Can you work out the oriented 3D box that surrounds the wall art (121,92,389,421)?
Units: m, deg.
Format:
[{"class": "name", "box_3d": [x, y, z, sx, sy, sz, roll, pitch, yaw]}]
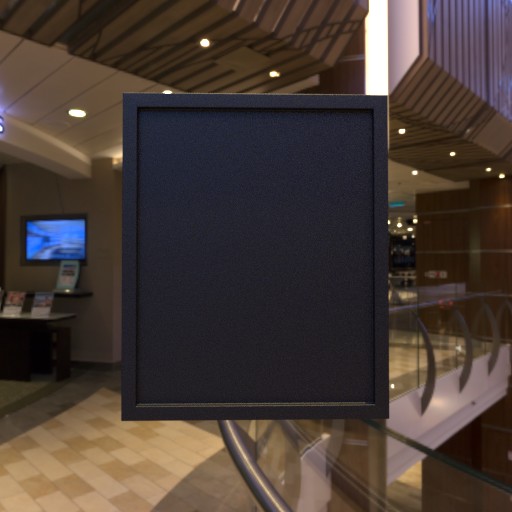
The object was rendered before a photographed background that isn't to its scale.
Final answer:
[{"class": "wall art", "box_3d": [0.000, 0.000, 0.772, 0.457, 0.559, 0.028, 0, -1, -1]}]
